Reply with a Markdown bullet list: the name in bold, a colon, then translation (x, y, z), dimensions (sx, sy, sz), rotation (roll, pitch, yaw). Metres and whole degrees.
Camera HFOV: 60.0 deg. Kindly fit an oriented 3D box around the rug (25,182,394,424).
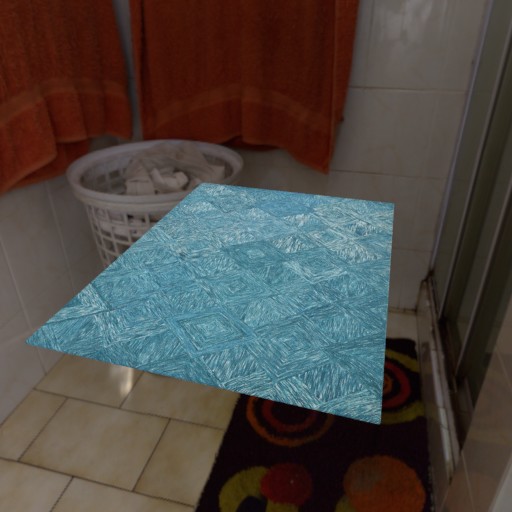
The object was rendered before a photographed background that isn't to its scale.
- **rug**: translation (0.000, 0.000, 4.122), dimensions (2.405, 0.027, 3.217), rotation (8, 31, 14)
